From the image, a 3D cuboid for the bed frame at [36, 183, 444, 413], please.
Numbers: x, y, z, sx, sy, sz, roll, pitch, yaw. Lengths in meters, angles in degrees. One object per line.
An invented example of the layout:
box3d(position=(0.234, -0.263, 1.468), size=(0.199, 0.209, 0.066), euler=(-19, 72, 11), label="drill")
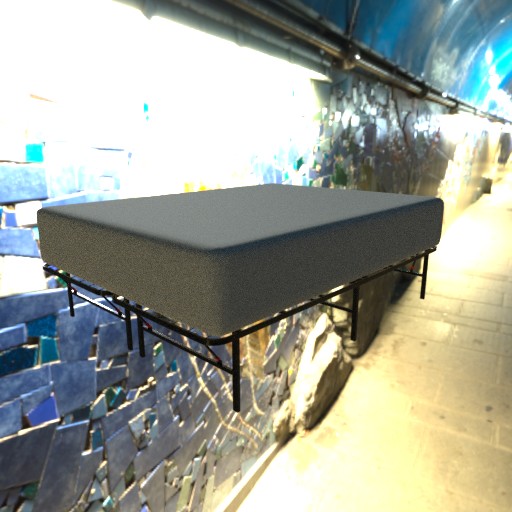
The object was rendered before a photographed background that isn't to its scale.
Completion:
box3d(position=(0.000, 0.000, 2.757), size=(1.528, 0.677, 2.037), euler=(13, 20, 41), label="bed frame")
